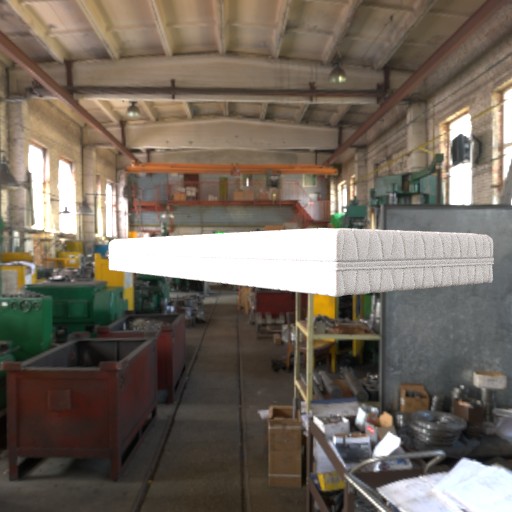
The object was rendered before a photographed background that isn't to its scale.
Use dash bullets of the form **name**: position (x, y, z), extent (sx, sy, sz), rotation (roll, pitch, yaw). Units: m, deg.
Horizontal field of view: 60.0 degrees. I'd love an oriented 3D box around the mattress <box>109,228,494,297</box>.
- **mattress**: position (0.000, 0.000, 2.310), extent (0.900, 0.200, 2.000), rotation (-1, 1, -36)
